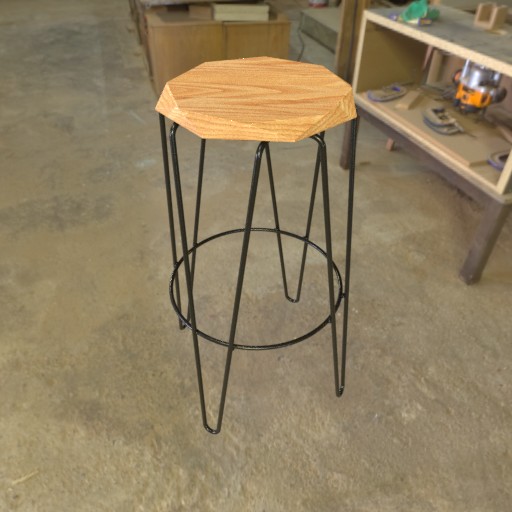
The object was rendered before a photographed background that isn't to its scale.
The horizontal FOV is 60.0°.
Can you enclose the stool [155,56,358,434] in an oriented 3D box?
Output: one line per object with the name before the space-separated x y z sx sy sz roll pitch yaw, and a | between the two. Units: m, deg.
stool | 0.000 0.000 0.800 0.326 0.610 0.326 -12 42 -13
